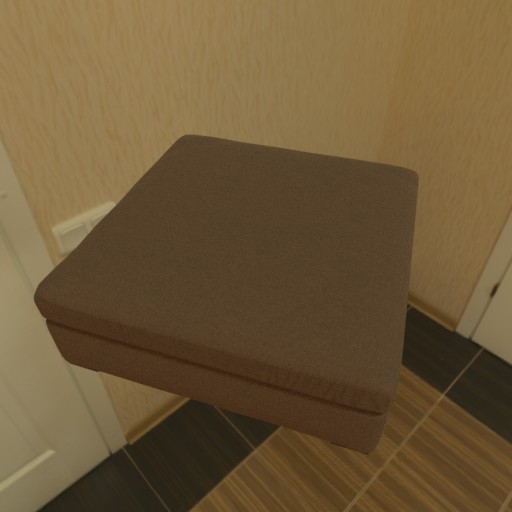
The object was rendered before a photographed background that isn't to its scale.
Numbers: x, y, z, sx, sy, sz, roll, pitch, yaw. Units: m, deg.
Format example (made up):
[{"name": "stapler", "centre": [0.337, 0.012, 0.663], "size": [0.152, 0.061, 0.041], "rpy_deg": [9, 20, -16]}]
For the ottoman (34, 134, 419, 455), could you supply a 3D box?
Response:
[{"name": "ottoman", "centre": [0.000, 0.000, 1.806], "size": [1.181, 0.470, 1.181], "rpy_deg": [12, 43, 13]}]
